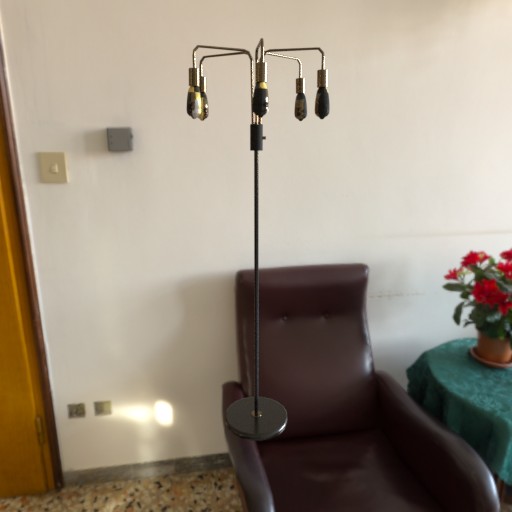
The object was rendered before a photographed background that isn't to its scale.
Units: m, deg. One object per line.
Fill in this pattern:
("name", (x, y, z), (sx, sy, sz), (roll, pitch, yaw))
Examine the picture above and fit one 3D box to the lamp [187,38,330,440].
("lamp", (0.000, 0.000, 2.019), (0.599, 1.721, 0.572), (-15, 21, -43))
